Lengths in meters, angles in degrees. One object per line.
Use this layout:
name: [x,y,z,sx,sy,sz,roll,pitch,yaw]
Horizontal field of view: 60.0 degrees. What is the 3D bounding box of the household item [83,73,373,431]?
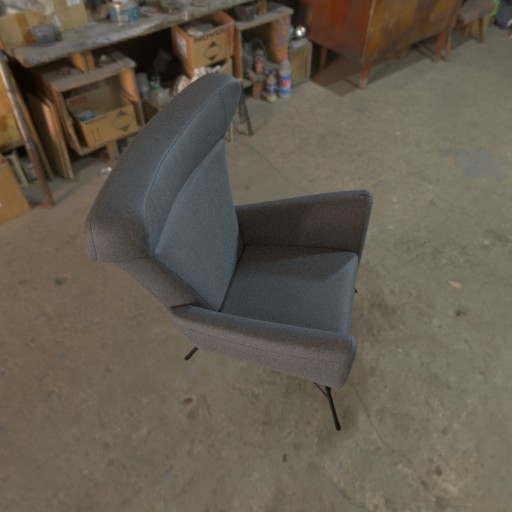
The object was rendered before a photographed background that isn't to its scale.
household item: [0.000,0.000,1.750,0.900,1.050,0.980,10,47,10]
